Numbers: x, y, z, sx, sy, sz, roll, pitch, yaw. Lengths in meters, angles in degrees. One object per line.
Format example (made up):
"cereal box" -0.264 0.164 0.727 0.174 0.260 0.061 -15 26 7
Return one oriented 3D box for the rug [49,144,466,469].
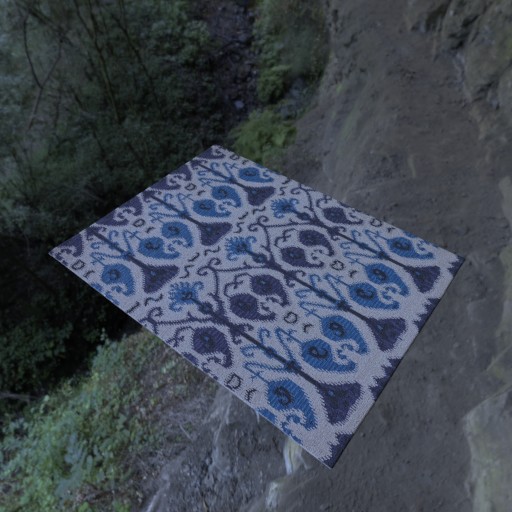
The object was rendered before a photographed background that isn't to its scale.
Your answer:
"rug" 0.000 0.000 4.284 3.228 0.024 2.443 30 53 25
